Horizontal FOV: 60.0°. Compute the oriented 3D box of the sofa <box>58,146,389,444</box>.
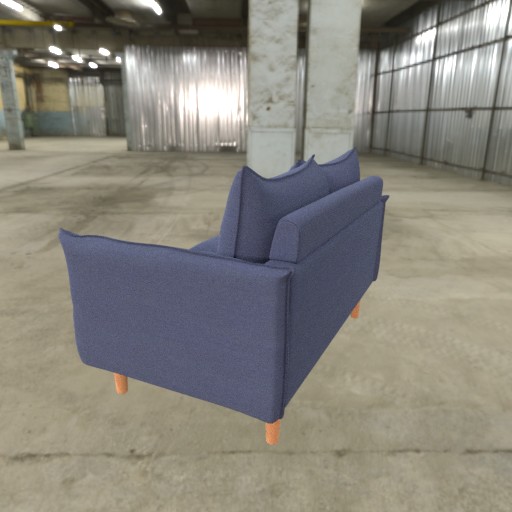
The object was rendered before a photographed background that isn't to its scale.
[{"bbox_3d":[0.000,0.000,1.823,0.820,0.840,1.300,8,18,25],"label":"sofa"}]
